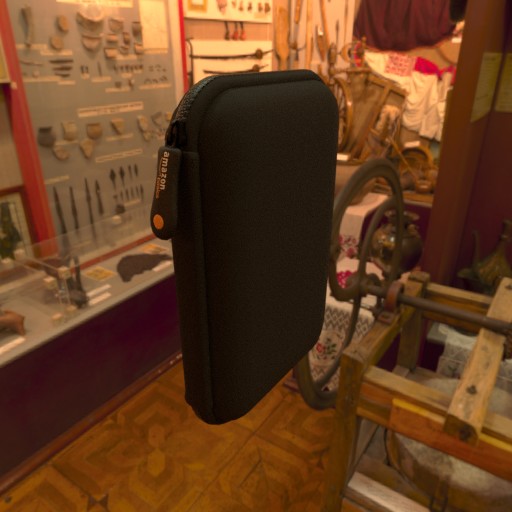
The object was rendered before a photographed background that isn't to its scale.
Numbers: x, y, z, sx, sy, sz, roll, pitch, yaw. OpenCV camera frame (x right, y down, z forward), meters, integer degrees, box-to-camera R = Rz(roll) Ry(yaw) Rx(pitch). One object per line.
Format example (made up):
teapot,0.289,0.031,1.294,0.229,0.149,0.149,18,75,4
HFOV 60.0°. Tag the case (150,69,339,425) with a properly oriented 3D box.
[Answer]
case,0.000,0.000,0.192,0.030,0.147,0.107,17,30,32
